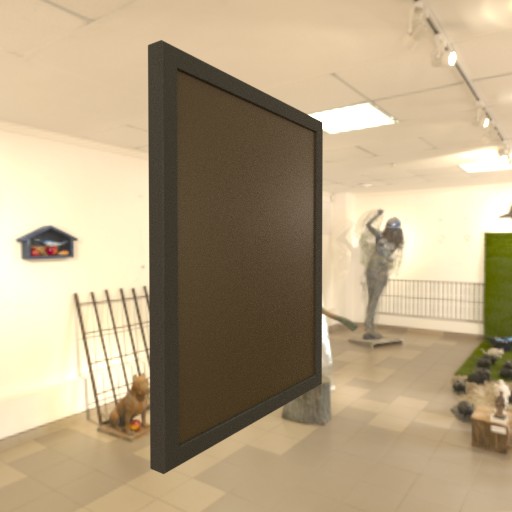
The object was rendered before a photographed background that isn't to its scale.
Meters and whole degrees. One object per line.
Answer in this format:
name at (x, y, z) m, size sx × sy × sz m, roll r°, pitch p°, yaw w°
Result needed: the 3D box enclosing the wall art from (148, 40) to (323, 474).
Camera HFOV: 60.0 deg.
wall art at (0.000, 0.000, 0.763) m, size 0.028 × 0.558 × 0.457 m, roll 1°, pitch 2°, yaw 35°
